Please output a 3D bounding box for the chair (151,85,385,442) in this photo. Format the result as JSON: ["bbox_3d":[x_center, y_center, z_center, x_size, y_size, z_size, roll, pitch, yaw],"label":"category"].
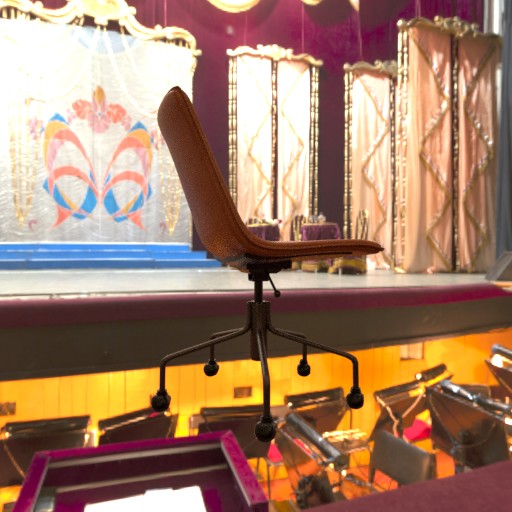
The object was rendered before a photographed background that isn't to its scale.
[{"bbox_3d":[0.000,0.000,1.413,0.660,0.920,0.651,0,1,-19],"label":"chair"}]
